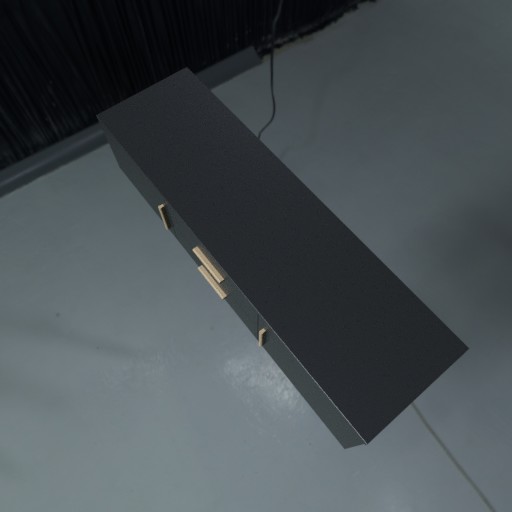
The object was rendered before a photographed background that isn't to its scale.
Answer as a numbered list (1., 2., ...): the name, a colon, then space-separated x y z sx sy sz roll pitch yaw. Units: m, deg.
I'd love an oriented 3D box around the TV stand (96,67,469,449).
1. TV stand: 0.000 0.000 1.562 0.390 0.518 1.312 -35 69 -16
